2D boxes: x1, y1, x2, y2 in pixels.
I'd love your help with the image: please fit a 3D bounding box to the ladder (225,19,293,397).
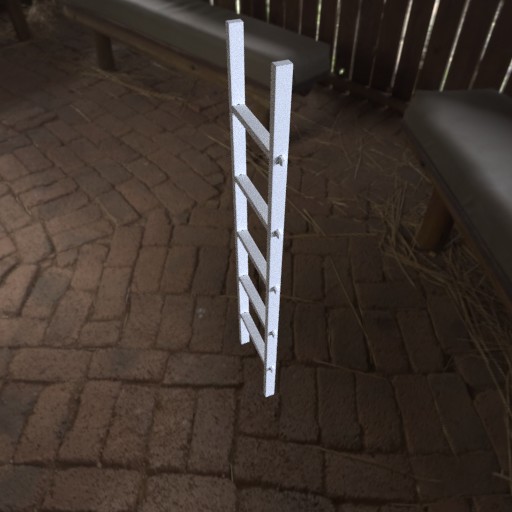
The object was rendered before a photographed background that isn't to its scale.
[{"bbox_3d":[0.000,0.000,1.944,0.051,1.797,0.452,-16,47,-16],"label":"ladder"}]
